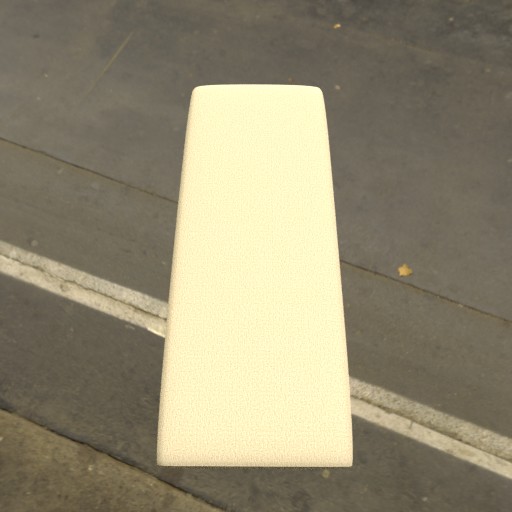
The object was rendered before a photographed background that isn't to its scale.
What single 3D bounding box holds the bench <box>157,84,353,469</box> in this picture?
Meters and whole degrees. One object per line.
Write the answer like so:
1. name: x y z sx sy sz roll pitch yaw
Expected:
1. bench: 0.000 0.000 1.854 0.646 0.393 1.609 0 64 0
